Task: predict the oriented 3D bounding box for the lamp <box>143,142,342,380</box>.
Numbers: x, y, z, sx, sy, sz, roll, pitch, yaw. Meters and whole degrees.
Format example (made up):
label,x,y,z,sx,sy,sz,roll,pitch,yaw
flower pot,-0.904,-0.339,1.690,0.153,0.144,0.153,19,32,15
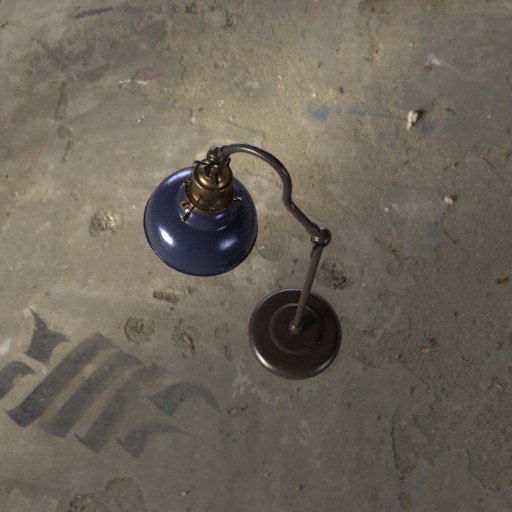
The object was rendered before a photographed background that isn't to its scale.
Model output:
label,x,y,z,sx,sy,sz,roll,pitch,yaw
lamp,0.000,0.000,0.702,0.374,0.508,0.192,27,66,13
